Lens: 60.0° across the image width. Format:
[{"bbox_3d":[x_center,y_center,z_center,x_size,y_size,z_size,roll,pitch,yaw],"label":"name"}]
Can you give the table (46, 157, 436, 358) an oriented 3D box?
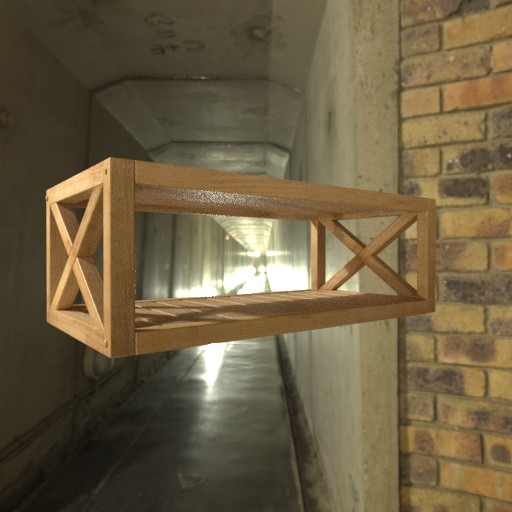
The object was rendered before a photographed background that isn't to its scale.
[{"bbox_3d":[0.000,0.000,1.653,1.321,0.457,0.660,0,0,-37],"label":"table"}]
